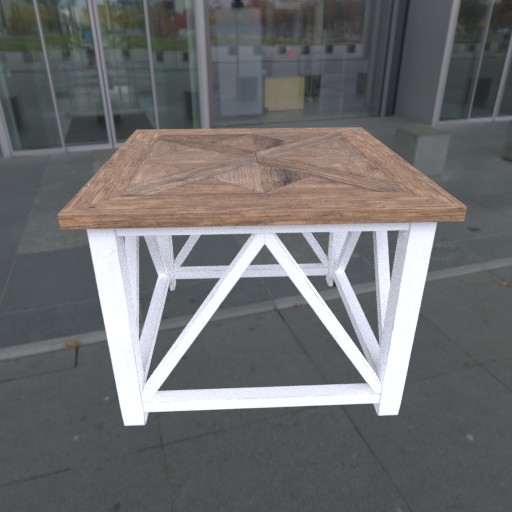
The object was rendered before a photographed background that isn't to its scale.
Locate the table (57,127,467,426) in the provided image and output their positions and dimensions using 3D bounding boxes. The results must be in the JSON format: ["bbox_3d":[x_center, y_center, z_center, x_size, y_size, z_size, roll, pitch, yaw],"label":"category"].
[{"bbox_3d":[0.000,0.000,1.186,0.700,0.532,0.700,-1,27,-3],"label":"table"}]
